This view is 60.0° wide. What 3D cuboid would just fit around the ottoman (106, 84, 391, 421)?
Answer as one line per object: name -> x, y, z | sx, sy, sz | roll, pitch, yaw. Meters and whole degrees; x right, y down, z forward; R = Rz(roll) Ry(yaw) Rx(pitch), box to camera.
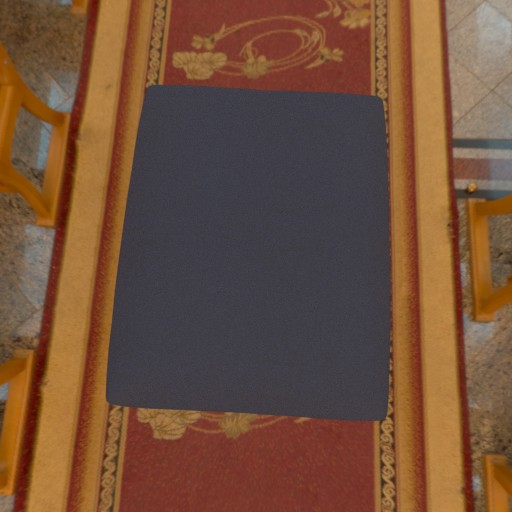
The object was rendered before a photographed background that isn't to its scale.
ottoman -> 0.000, 0.000, 1.139 | 0.584, 0.513, 0.741 | 3, 76, 1
